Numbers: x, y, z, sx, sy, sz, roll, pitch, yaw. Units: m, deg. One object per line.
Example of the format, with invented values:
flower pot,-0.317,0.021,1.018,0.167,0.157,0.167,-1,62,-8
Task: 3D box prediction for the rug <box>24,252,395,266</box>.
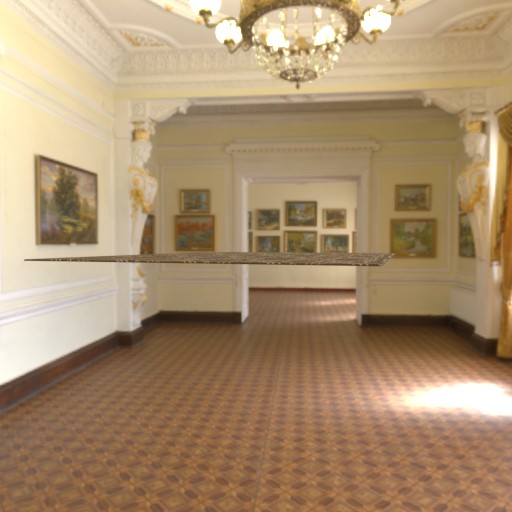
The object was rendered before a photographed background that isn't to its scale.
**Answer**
rug,0.000,0.000,4.206,2.457,0.012,3.062,1,2,19
